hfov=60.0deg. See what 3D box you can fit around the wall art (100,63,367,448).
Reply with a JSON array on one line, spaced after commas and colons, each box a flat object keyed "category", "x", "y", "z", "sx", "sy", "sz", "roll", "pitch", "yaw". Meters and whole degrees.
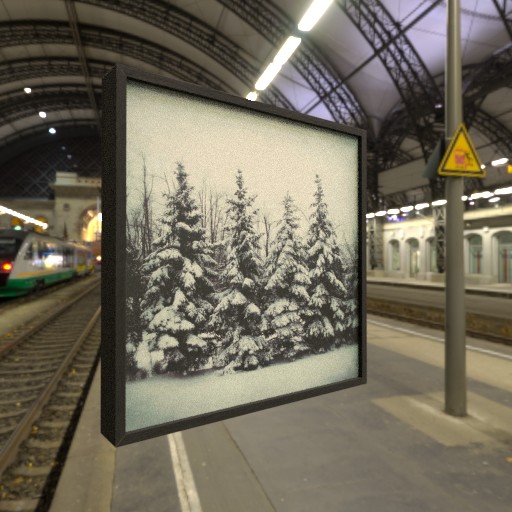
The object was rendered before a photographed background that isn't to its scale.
[{"category": "wall art", "x": 0.000, "y": 0.000, "z": 0.458, "sx": 0.305, "sy": 0.305, "sz": 0.037, "roll": 0, "pitch": -1, "yaw": -37}]
